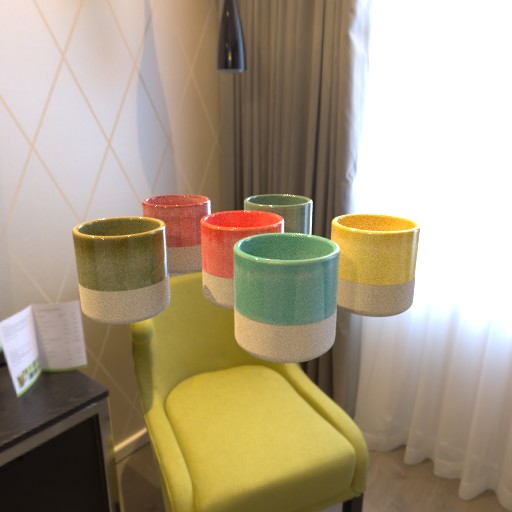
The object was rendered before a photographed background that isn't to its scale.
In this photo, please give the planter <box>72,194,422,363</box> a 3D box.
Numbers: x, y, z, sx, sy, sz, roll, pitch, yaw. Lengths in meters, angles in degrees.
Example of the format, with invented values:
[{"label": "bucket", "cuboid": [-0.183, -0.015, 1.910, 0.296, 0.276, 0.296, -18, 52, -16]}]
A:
[{"label": "planter", "cuboid": [0.000, 0.000, 0.415, 0.286, 0.075, 0.257, 3, 17, 9]}]
